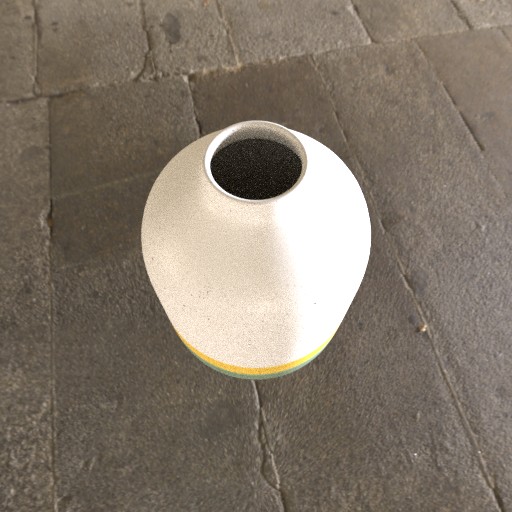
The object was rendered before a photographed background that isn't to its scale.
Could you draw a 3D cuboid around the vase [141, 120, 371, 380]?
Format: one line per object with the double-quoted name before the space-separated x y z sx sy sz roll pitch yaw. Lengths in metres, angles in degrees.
"vase" 0.000 0.000 0.364 0.169 0.240 0.169 0 62 0
